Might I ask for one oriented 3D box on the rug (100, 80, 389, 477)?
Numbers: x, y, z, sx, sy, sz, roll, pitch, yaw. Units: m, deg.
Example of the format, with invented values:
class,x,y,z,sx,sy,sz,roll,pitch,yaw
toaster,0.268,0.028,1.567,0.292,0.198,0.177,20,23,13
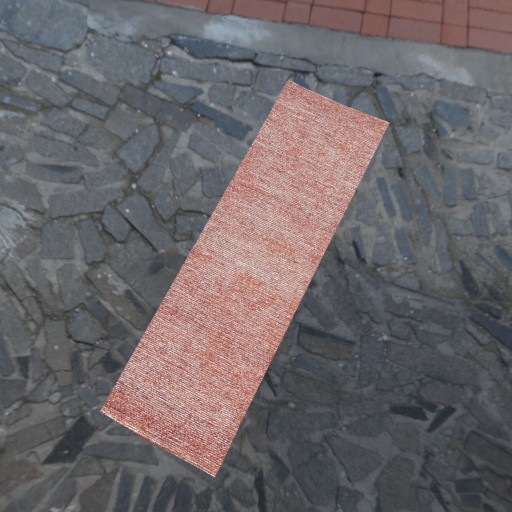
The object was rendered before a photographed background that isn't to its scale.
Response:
class,x,y,z,sx,sy,sz,roll,pitch,yaw
rug,0.000,0.000,2.632,0.718,0.013,2.353,27,78,6
